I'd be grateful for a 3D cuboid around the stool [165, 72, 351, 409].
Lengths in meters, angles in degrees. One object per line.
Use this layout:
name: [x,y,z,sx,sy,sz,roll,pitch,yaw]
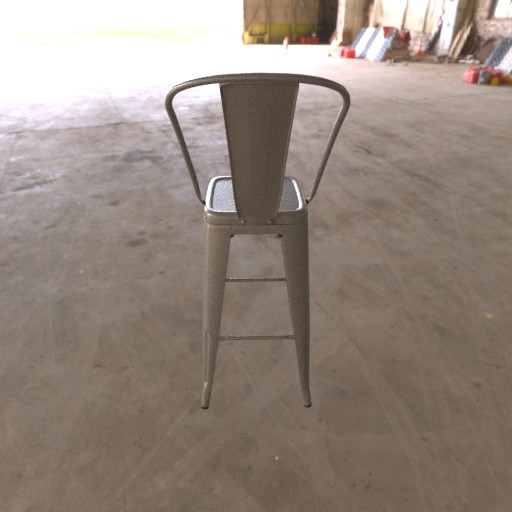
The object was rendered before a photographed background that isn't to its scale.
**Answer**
stool: [0.000,0.000,1.343,0.399,1.096,0.513,-1,30,-1]
